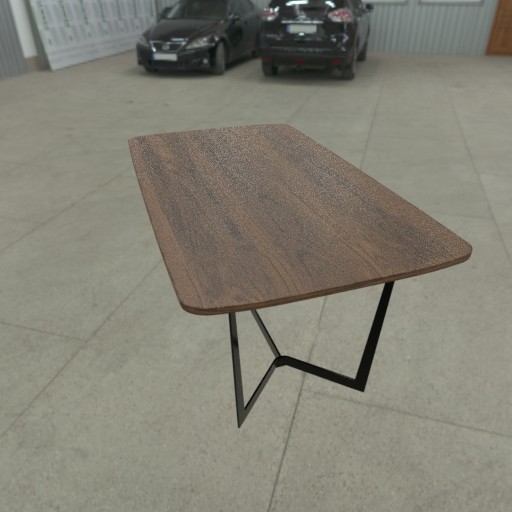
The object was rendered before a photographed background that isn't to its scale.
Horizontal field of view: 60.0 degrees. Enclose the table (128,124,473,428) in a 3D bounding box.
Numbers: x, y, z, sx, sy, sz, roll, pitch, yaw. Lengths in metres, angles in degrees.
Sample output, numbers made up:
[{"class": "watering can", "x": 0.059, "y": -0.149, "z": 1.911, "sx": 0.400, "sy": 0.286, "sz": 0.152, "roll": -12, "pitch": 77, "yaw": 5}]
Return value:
[{"class": "table", "x": 0.000, "y": 0.000, "z": 2.081, "sx": 0.949, "sy": 0.765, "sz": 1.643, "roll": -10, "pitch": 33, "yaw": -16}]
